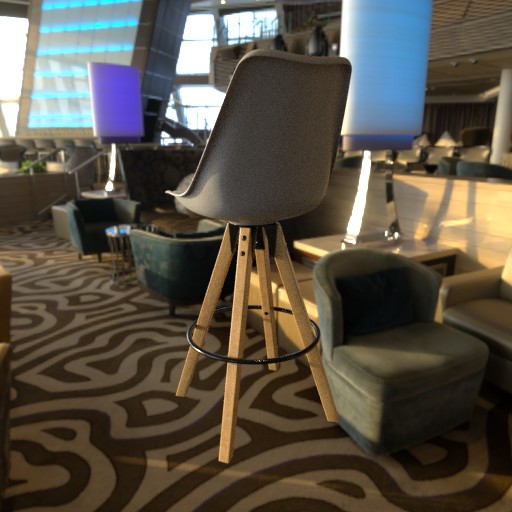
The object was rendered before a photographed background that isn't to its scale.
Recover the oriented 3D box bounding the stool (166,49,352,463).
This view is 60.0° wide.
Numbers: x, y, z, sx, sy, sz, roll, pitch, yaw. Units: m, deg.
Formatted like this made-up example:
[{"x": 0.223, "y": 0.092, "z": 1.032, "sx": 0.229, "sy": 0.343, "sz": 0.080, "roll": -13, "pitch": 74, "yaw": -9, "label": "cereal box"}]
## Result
[{"x": 0.000, "y": 0.000, "z": 1.410, "sx": 0.485, "sy": 1.115, "sz": 0.550, "roll": -8, "pitch": 17, "yaw": -28, "label": "stool"}]
